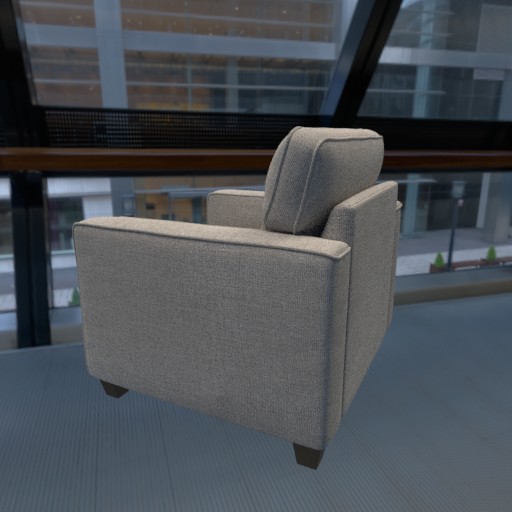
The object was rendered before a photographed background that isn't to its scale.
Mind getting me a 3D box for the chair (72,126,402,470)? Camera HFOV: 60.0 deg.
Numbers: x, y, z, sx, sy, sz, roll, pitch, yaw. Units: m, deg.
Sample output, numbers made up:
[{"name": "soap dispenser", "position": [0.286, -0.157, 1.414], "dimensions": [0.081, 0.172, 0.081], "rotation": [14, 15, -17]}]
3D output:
[{"name": "chair", "position": [0.000, 0.000, 1.741], "dimensions": [0.939, 0.965, 1.015], "rotation": [8, 17, 26]}]
